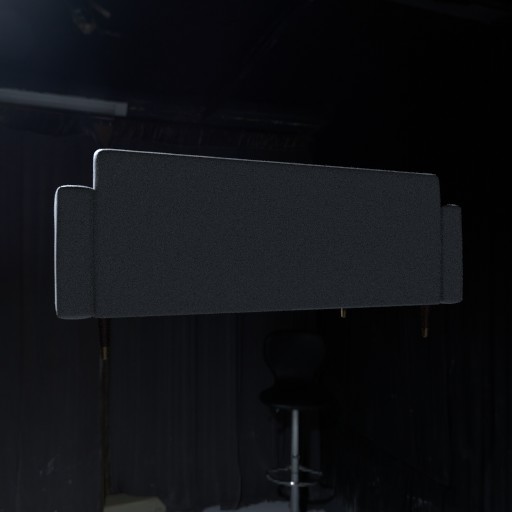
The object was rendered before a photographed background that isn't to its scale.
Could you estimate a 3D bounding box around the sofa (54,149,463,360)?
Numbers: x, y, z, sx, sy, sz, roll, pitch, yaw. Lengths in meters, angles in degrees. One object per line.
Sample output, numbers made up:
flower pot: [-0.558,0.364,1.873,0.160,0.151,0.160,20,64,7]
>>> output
sofa: [0.000,0.000,2.358,1.895,0.814,0.969,0,0,-19]
